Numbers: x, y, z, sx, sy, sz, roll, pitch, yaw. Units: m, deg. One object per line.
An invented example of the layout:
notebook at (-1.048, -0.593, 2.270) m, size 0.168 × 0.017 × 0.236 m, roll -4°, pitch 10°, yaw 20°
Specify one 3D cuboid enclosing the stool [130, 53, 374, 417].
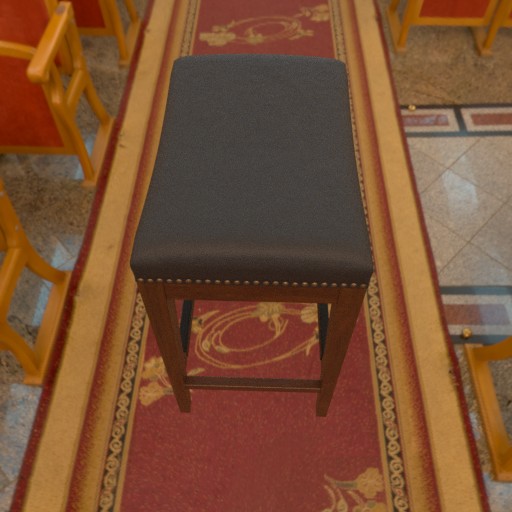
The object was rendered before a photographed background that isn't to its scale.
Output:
stool at (0.000, 0.000, 0.935) m, size 0.353 × 0.664 × 0.490 m, roll 1°, pitch 57°, yaw 1°
